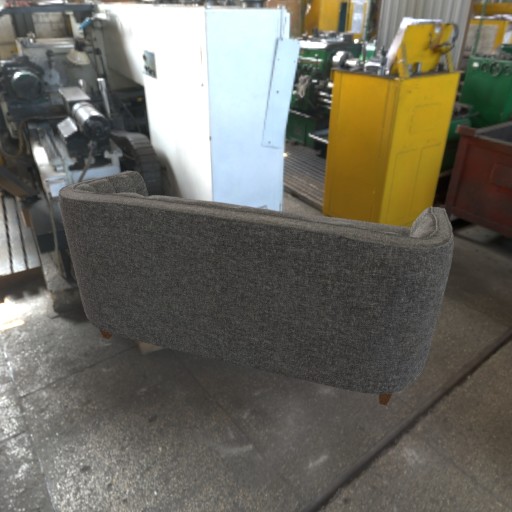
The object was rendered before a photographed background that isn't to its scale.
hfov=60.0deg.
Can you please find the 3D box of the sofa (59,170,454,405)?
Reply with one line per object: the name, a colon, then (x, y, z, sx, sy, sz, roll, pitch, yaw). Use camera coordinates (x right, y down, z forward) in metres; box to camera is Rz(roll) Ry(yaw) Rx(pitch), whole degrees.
sofa: (0.000, 0.000, 2.230, 1.733, 0.855, 0.941, 9, 31, 16)
